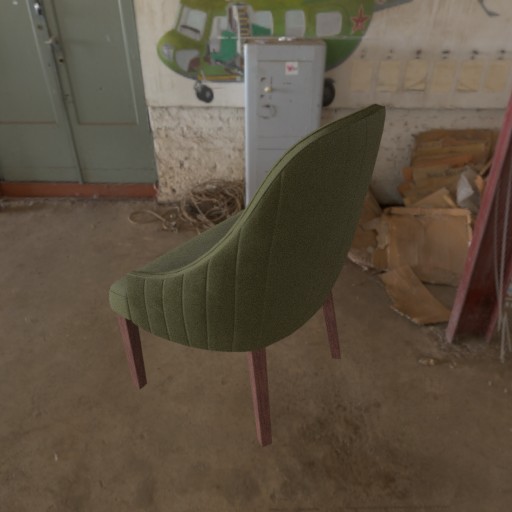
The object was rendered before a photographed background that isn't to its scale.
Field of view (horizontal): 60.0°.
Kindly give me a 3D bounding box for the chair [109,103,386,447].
[{"bbox_3d":[0.000,0.000,1.270,0.575,0.889,0.643,22,38,31],"label":"chair"}]
